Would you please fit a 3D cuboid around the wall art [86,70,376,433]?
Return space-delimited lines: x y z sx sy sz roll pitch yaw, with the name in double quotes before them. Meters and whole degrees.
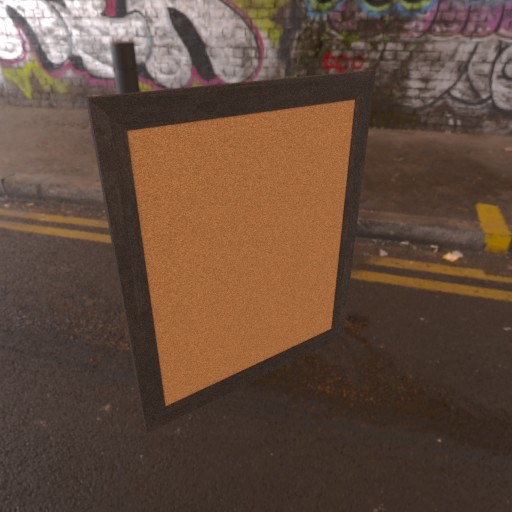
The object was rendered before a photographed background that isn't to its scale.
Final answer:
"wall art" 0.000 0.000 0.772 0.476 0.570 0.013 -18 34 -29
